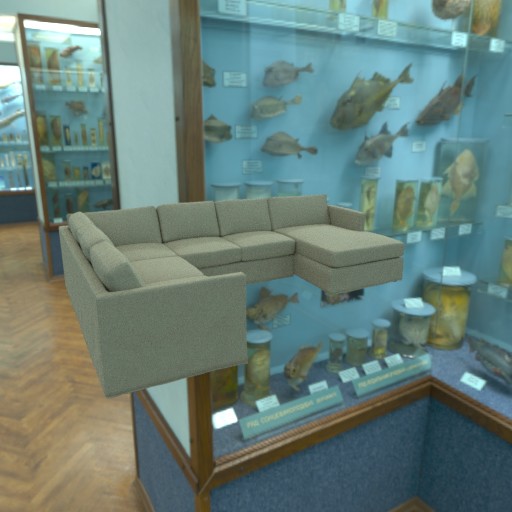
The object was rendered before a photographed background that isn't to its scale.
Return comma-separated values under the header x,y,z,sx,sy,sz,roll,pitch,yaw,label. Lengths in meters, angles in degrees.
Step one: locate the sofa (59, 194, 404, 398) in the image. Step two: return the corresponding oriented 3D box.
x,y,z,sx,sy,sz,roll,pitch,yaw,label
0.000,0.000,4.509,3.460,0.882,2.427,-8,17,-27,sofa
